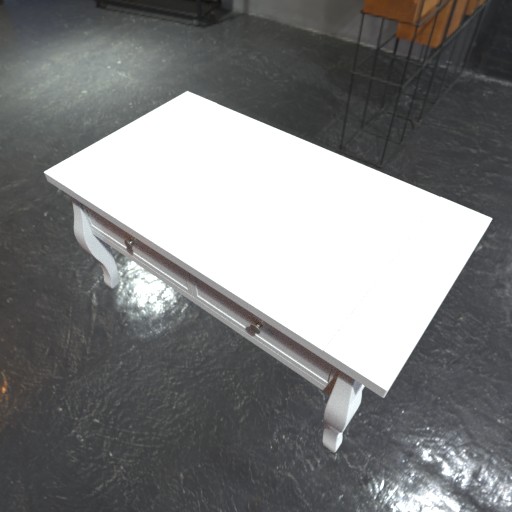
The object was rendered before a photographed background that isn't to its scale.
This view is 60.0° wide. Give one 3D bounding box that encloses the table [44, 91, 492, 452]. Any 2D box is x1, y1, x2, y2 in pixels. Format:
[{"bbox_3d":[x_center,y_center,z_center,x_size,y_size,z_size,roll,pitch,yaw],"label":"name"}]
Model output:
[{"bbox_3d":[0.000,0.000,1.369,1.062,0.495,0.600,30,55,24],"label":"table"}]
